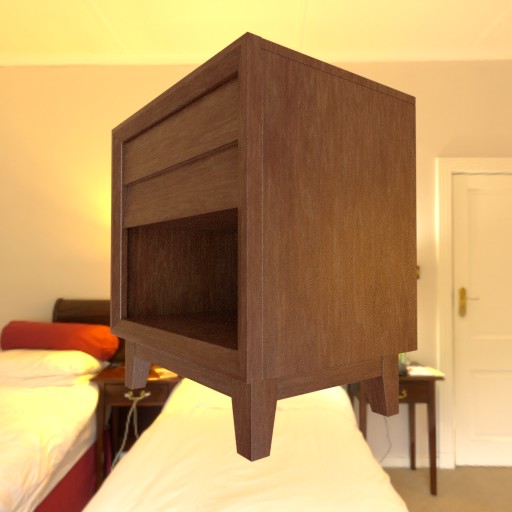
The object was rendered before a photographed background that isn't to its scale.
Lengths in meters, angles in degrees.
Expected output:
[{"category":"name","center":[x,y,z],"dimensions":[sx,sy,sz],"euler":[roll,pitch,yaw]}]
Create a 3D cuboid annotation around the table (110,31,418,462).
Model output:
[{"category":"table","center":[0.000,0.000,0.966],"dimensions":[0.449,0.609,0.557],"euler":[1,-1,-37]}]
